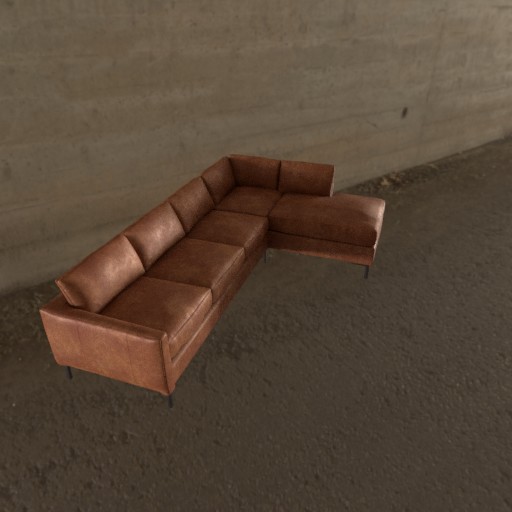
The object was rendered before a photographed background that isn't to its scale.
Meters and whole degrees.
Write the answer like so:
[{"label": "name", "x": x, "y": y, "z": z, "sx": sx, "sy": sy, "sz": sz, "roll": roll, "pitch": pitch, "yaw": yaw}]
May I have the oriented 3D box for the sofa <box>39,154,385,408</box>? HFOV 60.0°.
[{"label": "sofa", "x": 0.000, "y": 0.000, "z": 3.895, "sx": 1.938, "sy": 0.877, "sz": 2.984, "roll": 10, "pitch": 32, "yaw": 17}]
